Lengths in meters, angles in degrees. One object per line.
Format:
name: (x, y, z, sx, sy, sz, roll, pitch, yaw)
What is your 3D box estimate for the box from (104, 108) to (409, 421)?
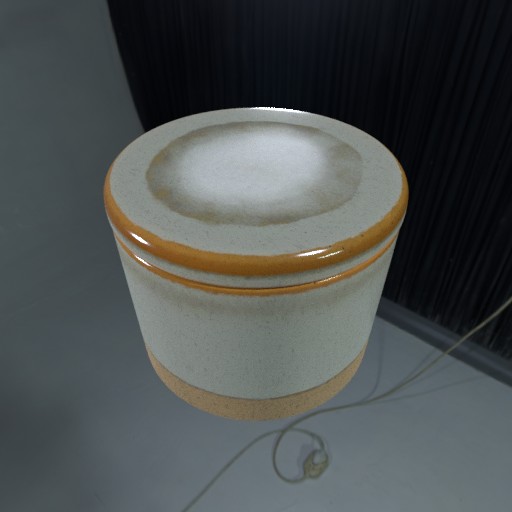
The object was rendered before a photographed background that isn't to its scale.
box: (0.000, 0.000, 0.213, 0.123, 0.100, 0.123, 0, 40, 0)
